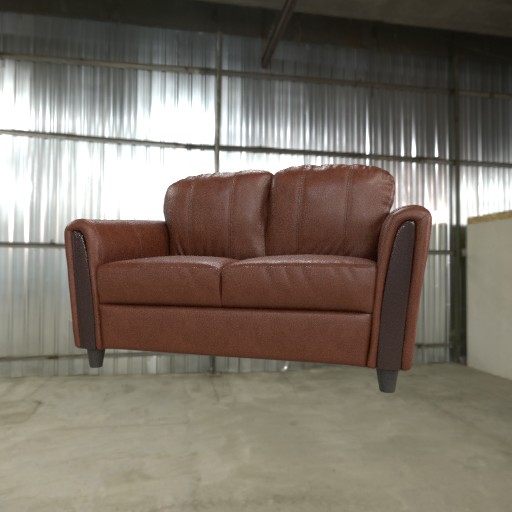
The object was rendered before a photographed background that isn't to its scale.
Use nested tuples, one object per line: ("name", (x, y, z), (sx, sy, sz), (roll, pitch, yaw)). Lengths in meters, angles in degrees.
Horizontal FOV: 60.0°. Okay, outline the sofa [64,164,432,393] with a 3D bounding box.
("sofa", (0.000, 0.000, 1.955), (1.406, 0.906, 0.805), (0, -1, 18))
